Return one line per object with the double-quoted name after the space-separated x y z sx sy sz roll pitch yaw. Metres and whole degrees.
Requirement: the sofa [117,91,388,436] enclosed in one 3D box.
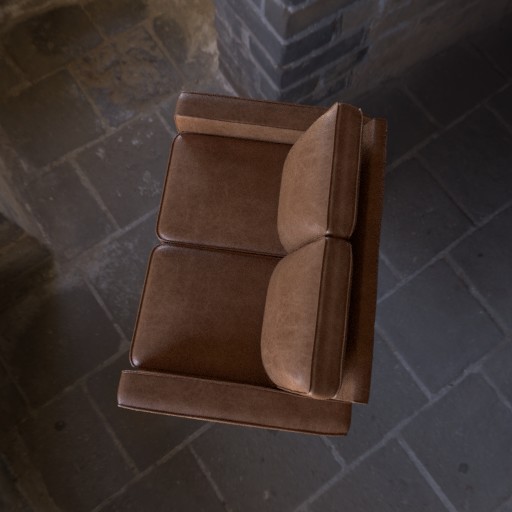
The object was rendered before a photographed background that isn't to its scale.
0.000 0.000 2.148 1.020 0.896 1.532 8 75 2 "sofa"
